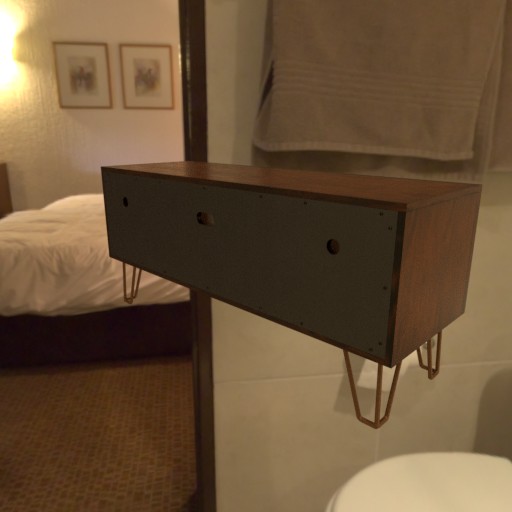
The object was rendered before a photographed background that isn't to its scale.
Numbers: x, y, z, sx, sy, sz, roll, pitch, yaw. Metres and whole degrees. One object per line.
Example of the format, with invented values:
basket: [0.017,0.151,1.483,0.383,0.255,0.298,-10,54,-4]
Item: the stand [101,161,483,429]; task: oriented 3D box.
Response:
stand: [0.000,0.000,1.661,1.372,0.610,0.481,15,22,42]
